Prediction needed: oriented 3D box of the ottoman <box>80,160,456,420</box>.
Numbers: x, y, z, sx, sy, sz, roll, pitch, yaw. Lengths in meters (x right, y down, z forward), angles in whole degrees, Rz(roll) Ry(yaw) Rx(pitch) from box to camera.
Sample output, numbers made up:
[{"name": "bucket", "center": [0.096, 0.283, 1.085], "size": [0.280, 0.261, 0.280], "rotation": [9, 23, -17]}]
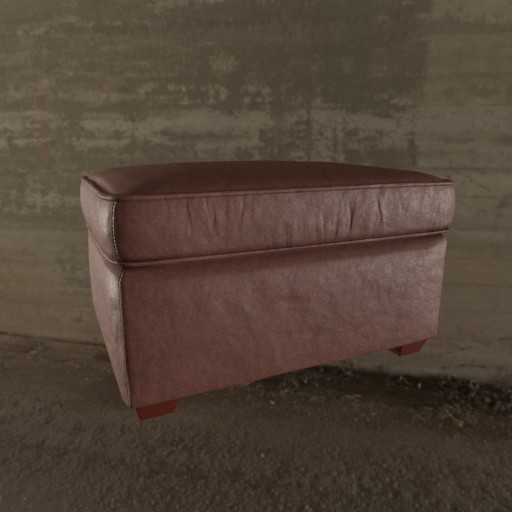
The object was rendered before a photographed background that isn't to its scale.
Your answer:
[{"name": "ottoman", "center": [0.000, 0.000, 1.070], "size": [0.749, 0.449, 0.548], "rotation": [-6, 15, -24]}]
